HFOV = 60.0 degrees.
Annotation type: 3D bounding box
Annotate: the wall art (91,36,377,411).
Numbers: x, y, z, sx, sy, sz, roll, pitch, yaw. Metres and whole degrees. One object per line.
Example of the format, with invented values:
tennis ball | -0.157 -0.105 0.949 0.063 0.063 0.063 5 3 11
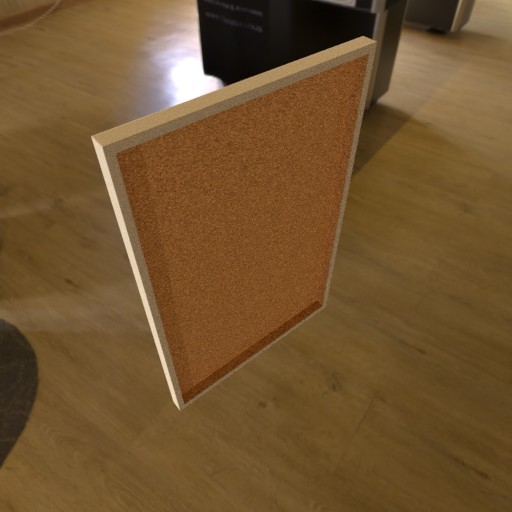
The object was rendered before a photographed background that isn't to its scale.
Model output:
wall art | 0.000 0.000 1.127 0.610 0.914 0.038 -31 54 -25
